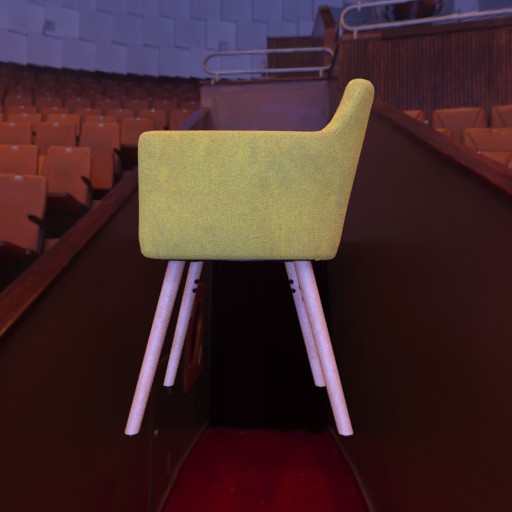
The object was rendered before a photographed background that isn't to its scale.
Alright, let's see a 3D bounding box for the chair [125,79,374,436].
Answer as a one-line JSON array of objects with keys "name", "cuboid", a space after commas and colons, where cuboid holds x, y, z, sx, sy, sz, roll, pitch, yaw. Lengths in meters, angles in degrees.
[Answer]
[{"name": "chair", "cuboid": [0.000, 0.000, 1.159, 0.570, 0.780, 0.570, 0, -1, 0]}]
